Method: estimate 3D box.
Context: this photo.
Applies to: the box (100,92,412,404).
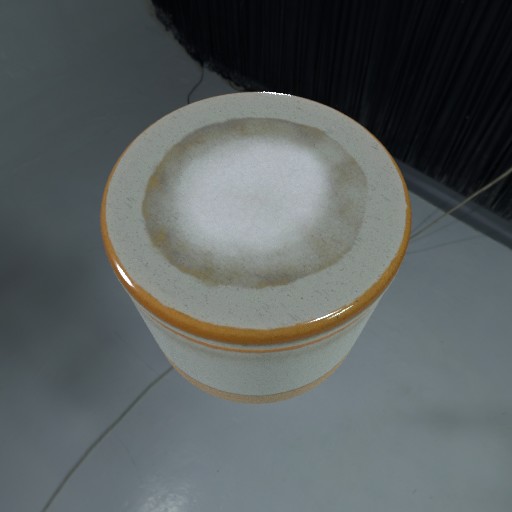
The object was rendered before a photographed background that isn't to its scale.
[{"bbox_3d":[0.000,0.000,0.216,0.123,0.100,0.123,0,59,0],"label":"box"}]
